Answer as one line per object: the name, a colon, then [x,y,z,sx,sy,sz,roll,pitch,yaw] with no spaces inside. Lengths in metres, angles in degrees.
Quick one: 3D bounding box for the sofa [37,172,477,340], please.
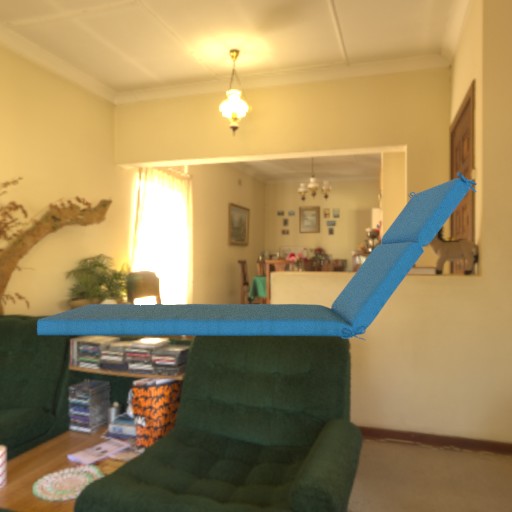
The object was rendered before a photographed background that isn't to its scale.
sofa: [0.000,0.000,1.915,1.663,0.622,0.582,0,0,1]
